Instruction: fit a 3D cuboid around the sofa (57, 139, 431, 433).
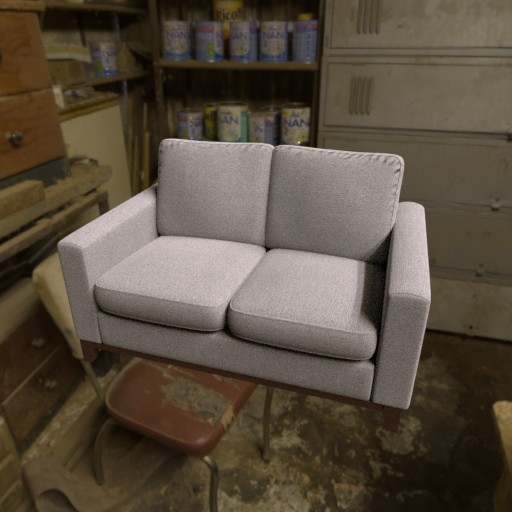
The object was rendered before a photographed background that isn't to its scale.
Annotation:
[{"bbox_3d":[0.000,0.000,2.002,1.420,0.873,0.917,8,28,15],"label":"sofa"}]
